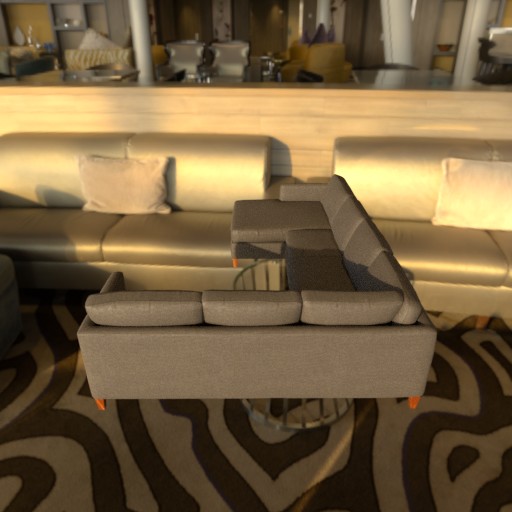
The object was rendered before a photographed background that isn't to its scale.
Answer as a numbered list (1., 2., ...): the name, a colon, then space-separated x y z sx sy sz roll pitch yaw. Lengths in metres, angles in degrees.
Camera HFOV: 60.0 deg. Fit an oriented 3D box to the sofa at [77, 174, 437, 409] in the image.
1. sofa: 0.000 0.000 4.753 2.594 0.961 3.460 0 27 0
